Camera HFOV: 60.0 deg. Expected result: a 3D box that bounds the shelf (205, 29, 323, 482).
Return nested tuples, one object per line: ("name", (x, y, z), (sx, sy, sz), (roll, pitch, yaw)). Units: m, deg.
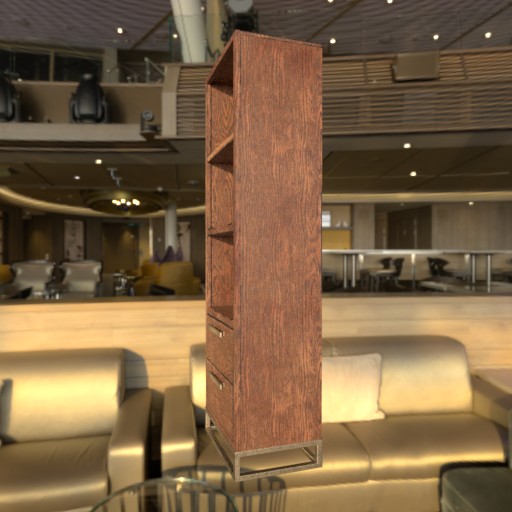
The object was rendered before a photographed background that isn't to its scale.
("shelf", (0.000, 0.000, 2.004), (0.395, 1.732, 0.539), (0, 0, -19))
